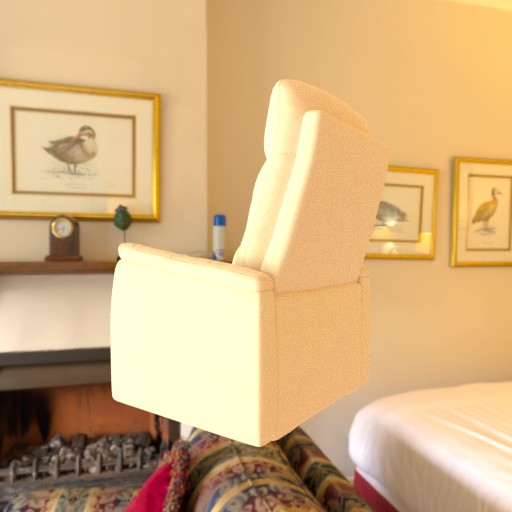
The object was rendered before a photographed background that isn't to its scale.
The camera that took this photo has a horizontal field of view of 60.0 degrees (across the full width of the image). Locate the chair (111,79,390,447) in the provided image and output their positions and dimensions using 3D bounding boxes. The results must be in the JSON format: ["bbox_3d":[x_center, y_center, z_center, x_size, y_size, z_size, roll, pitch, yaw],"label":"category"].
[{"bbox_3d":[0.000,0.000,1.655,0.831,1.082,0.775,1,2,36],"label":"chair"}]
